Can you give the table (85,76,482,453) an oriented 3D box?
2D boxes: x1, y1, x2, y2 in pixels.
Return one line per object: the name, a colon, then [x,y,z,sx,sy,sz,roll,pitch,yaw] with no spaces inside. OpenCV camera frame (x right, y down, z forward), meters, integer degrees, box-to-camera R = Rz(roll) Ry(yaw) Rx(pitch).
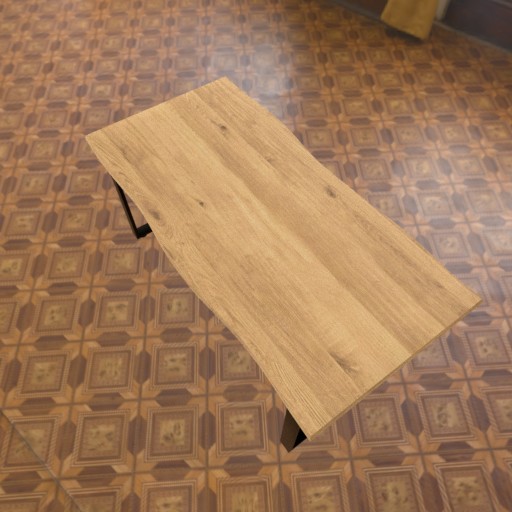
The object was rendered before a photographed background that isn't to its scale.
table: [0.000,0.000,2.307,0.900,0.780,1.800,-31,61,-19]
